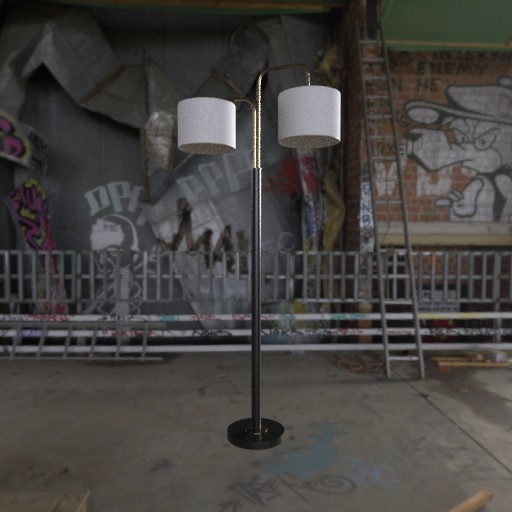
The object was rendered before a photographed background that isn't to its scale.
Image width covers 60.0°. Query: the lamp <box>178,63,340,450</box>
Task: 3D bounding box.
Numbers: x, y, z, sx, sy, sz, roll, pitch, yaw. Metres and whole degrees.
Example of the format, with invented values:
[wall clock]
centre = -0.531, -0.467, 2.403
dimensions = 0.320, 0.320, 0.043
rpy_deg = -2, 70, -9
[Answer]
[lamp]
centre = 0.000, 0.000, 1.917
dimensions = 0.711, 1.587, 0.254
rpy_deg = 1, 3, 18
